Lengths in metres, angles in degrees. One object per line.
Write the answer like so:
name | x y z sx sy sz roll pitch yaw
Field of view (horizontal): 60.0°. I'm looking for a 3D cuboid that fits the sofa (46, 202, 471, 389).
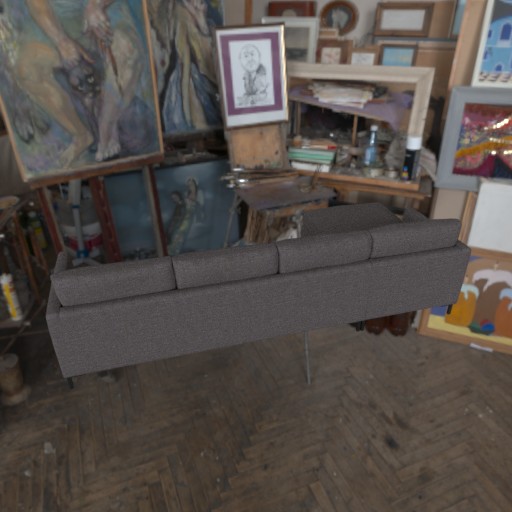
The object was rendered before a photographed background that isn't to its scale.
sofa | 0.000 0.000 3.267 2.731 0.754 1.258 -8 31 -14
